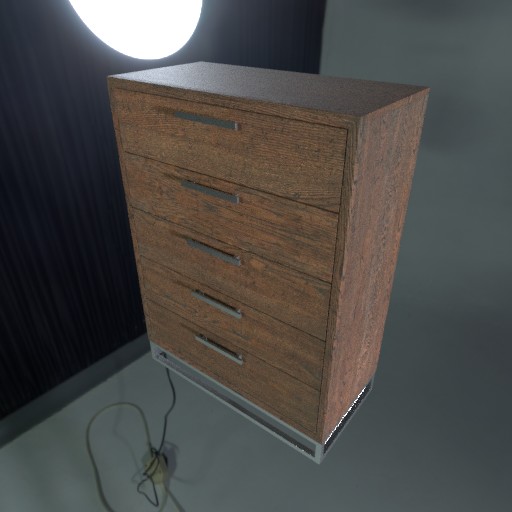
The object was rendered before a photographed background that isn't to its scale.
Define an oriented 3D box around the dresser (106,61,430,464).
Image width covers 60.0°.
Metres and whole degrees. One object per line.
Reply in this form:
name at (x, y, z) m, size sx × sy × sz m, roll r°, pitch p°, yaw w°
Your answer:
dresser at (0.000, 0.000, 1.782) m, size 0.965 × 1.321 × 0.508 m, roll 21°, pitch 37°, yaw 31°
